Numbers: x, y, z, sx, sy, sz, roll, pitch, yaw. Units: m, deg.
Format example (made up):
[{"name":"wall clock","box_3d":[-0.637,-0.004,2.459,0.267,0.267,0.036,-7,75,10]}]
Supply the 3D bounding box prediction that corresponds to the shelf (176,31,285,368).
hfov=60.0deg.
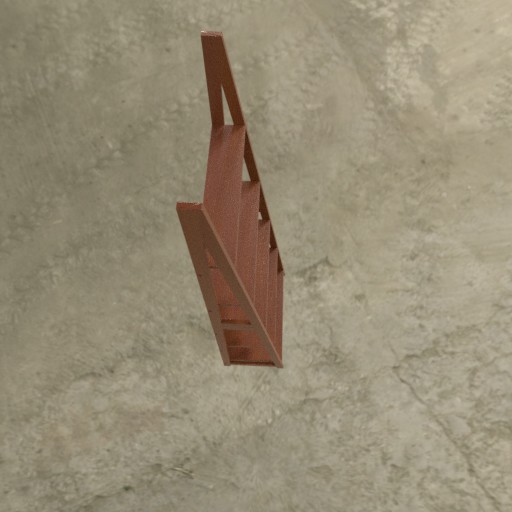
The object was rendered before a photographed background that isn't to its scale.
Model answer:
[{"name":"shelf","box_3d":[0.000,0.000,1.990,0.356,1.780,0.630,2,64,1]}]
